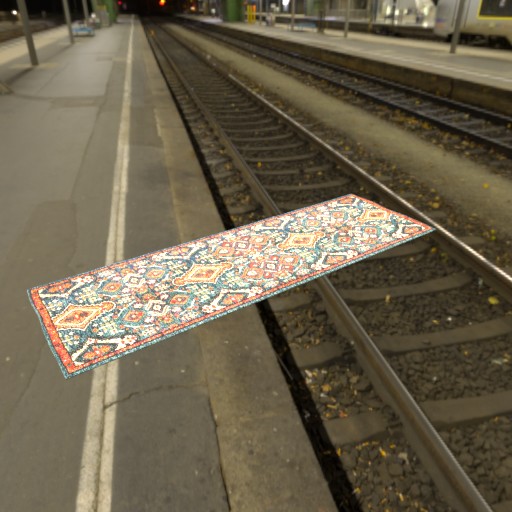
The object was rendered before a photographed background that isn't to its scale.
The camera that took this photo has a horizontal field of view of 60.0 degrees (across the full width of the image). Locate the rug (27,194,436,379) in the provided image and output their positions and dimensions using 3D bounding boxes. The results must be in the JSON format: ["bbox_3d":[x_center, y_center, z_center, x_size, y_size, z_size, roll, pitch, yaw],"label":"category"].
[{"bbox_3d":[0.000,0.000,2.702,2.459,0.010,0.801,-19,34,-30],"label":"rug"}]
